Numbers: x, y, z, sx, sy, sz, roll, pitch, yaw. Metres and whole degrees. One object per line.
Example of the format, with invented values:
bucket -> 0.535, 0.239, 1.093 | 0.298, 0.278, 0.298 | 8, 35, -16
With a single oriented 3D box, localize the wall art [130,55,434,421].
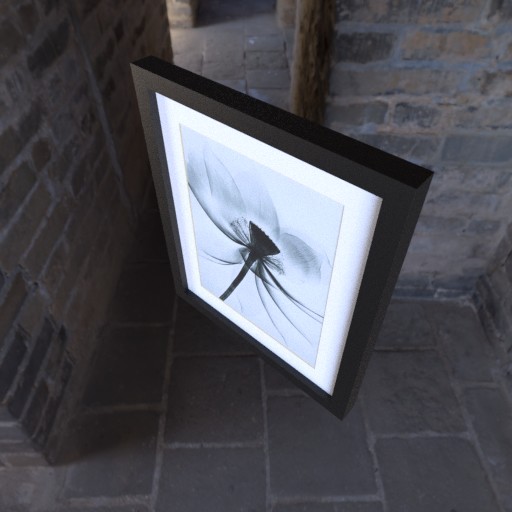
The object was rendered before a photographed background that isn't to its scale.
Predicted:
wall art -> 0.000, 0.000, 0.535 | 0.330, 0.381, 0.029 | 32, 54, 28
